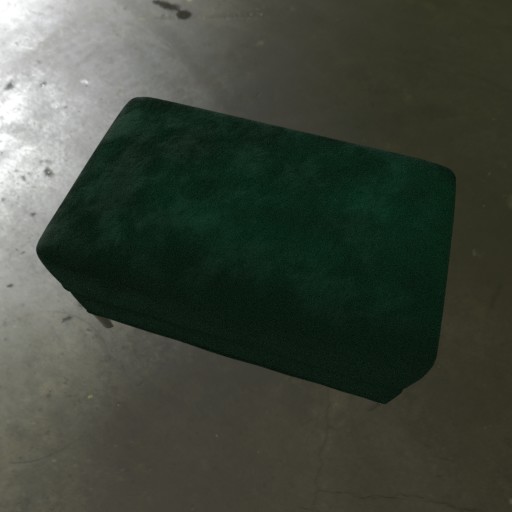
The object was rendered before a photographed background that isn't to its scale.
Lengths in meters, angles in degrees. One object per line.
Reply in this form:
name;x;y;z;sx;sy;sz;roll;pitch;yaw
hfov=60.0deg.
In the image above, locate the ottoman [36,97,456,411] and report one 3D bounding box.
ottoman;0.000;0.000;1.217;0.886;0.533;0.536;15;63;8
